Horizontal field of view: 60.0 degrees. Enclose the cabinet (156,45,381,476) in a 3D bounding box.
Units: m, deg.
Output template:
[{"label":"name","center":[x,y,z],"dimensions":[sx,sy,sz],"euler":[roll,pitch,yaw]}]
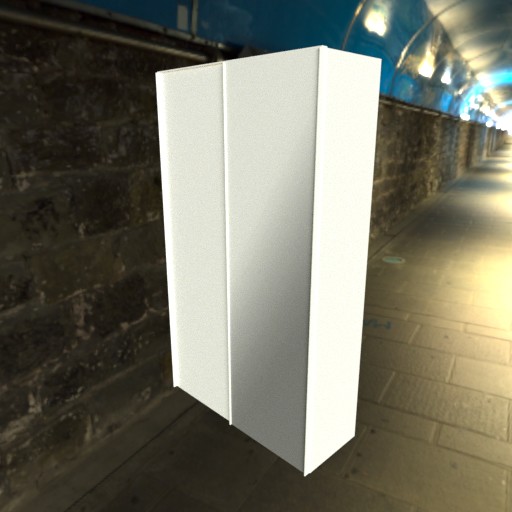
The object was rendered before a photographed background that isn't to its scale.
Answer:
[{"label":"cabinet","center":[0.000,0.000,2.712],"dimensions":[0.480,2.160,1.250],"euler":[-15,22,-43]}]
